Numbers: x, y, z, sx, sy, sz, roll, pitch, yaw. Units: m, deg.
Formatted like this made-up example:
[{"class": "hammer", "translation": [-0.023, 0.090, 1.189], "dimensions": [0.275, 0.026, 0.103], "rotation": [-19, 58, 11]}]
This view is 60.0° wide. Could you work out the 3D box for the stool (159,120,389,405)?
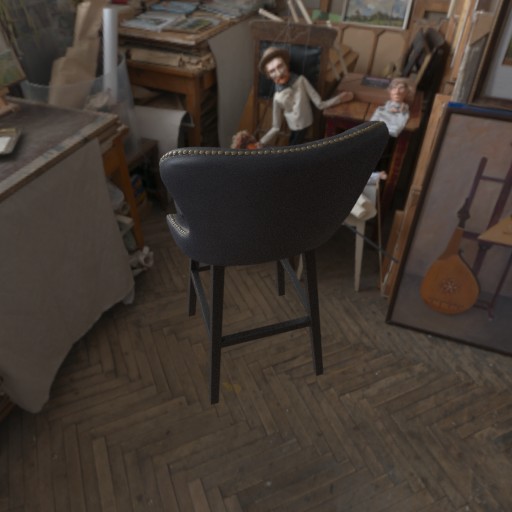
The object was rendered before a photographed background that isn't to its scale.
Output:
[{"class": "stool", "translation": [0.000, 0.000, 1.413], "dimensions": [0.528, 1.050, 0.601], "rotation": [-12, 43, -13]}]
